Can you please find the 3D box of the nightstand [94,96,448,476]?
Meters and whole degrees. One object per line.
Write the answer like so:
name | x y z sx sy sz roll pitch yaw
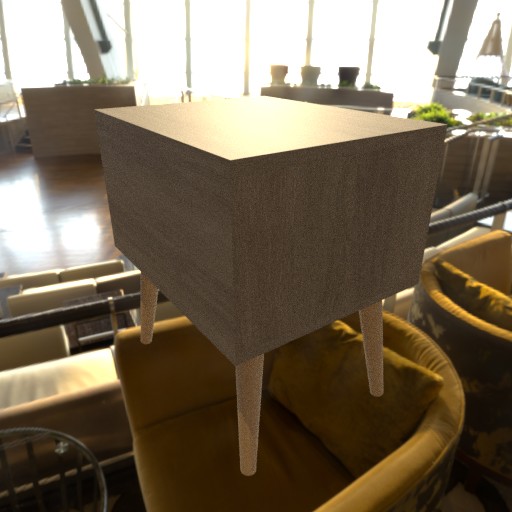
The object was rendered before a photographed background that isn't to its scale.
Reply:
nightstand | 0.000 0.000 0.821 0.380 0.500 0.450 -17 31 -31
